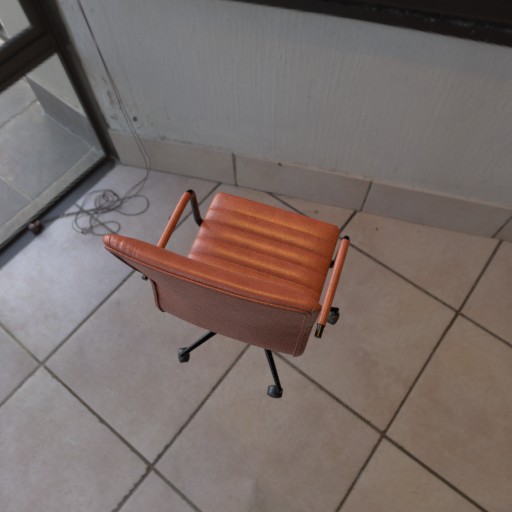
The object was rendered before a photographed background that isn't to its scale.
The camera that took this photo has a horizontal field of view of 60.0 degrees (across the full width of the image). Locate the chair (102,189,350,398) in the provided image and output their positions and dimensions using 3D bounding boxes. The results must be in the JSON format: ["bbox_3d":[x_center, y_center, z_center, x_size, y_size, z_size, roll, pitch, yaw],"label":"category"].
[{"bbox_3d":[0.000,0.000,1.262,0.600,0.878,0.578,17,65,9],"label":"chair"}]
